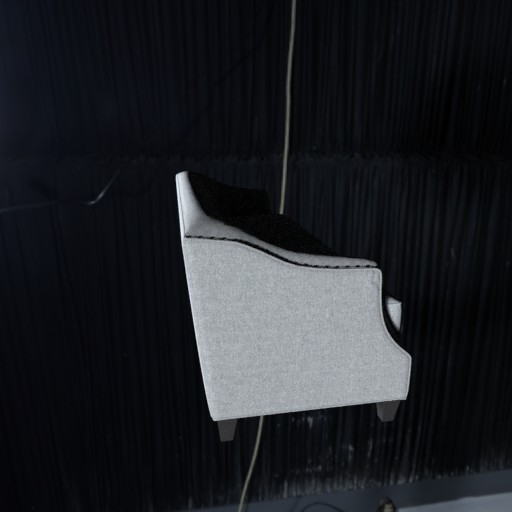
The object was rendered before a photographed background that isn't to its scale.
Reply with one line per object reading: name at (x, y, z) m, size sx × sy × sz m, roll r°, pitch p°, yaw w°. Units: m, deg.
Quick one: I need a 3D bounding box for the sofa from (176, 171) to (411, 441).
sofa at (0.000, 0.000, 2.730) m, size 0.914 × 0.901 × 2.235 m, roll -3°, pitch 16°, yaw -10°
